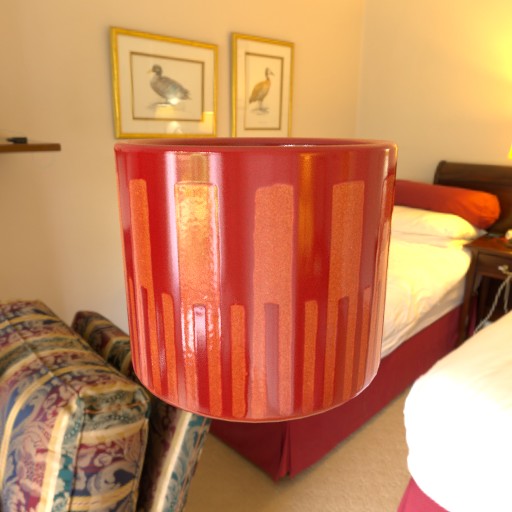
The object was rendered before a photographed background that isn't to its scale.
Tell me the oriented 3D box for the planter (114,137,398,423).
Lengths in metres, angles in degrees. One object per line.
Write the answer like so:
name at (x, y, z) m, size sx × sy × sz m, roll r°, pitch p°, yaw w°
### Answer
planter at (0.000, 0.000, 0.400) m, size 0.230 × 0.202 × 0.230 m, roll 0°, pitch 16°, yaw 0°
